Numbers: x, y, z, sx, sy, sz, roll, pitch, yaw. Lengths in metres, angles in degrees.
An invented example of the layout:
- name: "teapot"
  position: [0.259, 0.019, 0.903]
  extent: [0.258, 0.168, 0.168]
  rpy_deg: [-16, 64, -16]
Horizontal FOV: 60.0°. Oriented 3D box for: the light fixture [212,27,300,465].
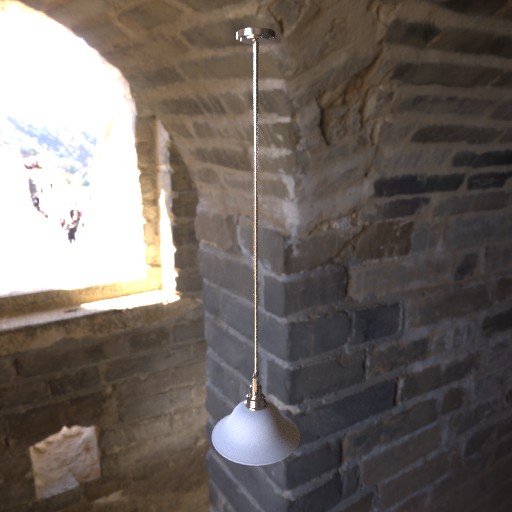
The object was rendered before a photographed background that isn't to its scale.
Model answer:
- name: "light fixture"
  position: [0.000, 0.000, 1.465]
  extent: [0.324, 1.354, 0.324]
  rpy_deg: [2, 14, 7]
